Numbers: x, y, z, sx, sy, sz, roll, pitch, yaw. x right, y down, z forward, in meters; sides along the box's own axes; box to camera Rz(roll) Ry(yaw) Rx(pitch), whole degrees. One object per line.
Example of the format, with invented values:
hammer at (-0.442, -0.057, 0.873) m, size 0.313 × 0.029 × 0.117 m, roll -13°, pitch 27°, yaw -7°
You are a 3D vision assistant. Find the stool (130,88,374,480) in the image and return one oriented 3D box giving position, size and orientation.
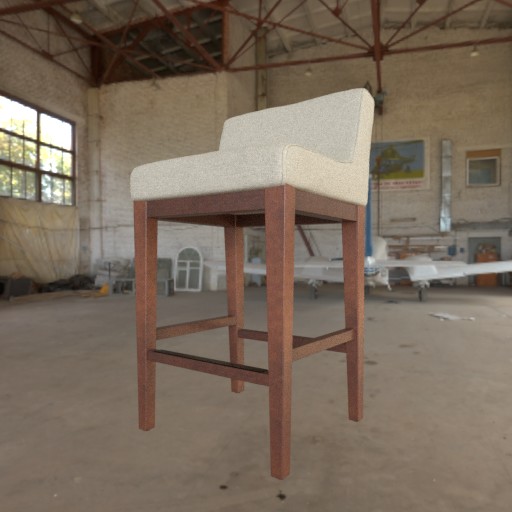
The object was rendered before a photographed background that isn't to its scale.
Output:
stool at (0.000, 0.000, 1.235) m, size 0.511 × 0.937 × 0.500 m, roll 0°, pitch 1°, yaw 36°
